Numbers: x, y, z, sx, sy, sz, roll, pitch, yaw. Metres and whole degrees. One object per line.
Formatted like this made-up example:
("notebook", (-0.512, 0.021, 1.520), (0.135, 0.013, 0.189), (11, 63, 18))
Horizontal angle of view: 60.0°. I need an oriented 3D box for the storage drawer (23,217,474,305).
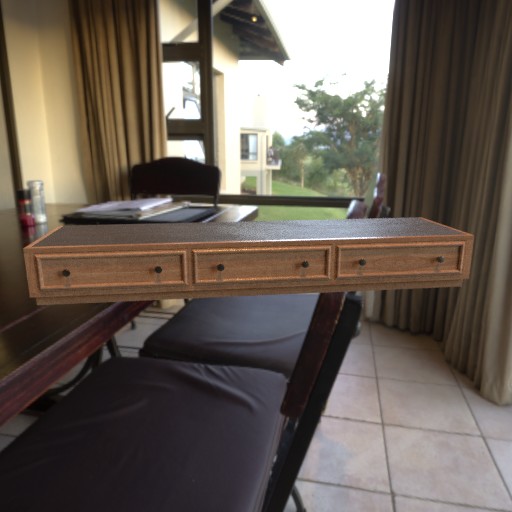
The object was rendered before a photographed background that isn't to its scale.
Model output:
("storage drawer", (0.000, 0.000, 2.257), (2.032, 0.264, 0.538), (-2, 15, -7))
